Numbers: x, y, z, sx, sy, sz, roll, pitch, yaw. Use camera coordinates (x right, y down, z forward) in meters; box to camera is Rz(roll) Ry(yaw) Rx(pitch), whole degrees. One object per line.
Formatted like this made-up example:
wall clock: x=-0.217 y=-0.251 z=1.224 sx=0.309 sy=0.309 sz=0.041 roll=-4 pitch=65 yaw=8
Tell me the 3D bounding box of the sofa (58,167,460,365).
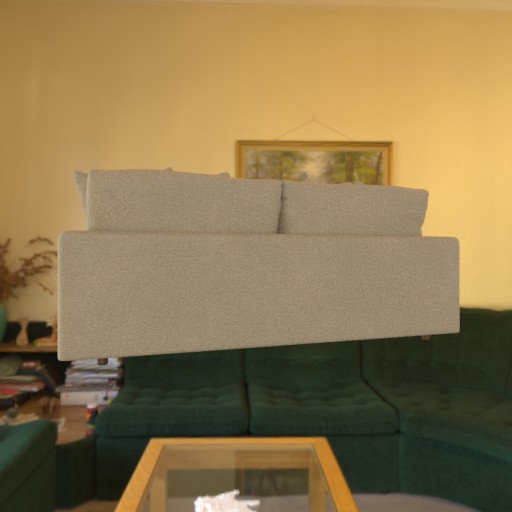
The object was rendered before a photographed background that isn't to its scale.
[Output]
sofa: x=0.000 y=0.000 z=3.019 sx=2.380 sy=1.084 sz=1.228 roll=0 pitch=0 yaw=-19
